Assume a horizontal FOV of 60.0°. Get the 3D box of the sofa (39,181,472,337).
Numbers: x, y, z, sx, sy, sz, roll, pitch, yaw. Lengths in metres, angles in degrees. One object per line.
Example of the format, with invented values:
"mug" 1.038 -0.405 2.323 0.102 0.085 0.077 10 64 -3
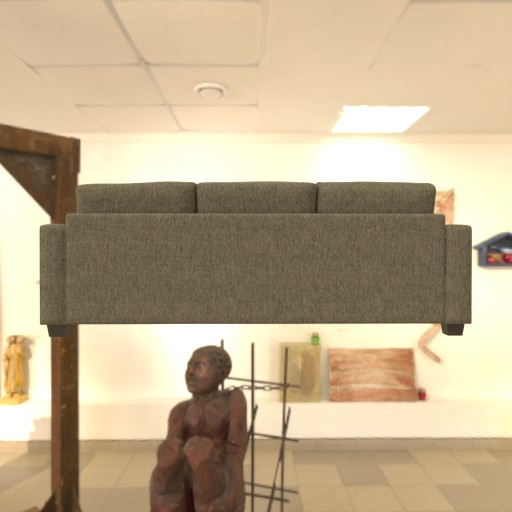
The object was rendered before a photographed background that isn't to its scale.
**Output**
"sofa" 0.000 0.000 2.629 2.160 0.800 0.900 0 0 -1
